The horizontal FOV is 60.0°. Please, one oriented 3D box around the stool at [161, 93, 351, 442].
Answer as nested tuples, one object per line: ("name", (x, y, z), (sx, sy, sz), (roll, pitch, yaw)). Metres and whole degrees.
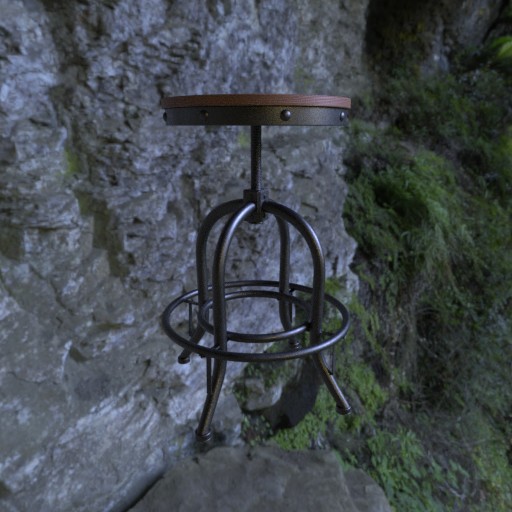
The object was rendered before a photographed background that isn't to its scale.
("stool", (0.000, 0.000, 0.917), (0.439, 0.609, 0.439), (9, 18, 28))
